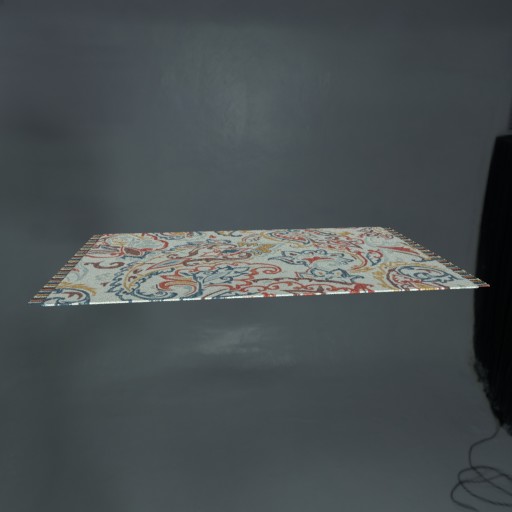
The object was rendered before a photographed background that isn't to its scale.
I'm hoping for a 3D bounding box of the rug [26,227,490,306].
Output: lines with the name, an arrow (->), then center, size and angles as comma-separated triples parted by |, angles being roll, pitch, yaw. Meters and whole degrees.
rug -> 0.000, 0.000, 3.168 | 2.584, 0.010, 1.523 | -2, 17, -6
